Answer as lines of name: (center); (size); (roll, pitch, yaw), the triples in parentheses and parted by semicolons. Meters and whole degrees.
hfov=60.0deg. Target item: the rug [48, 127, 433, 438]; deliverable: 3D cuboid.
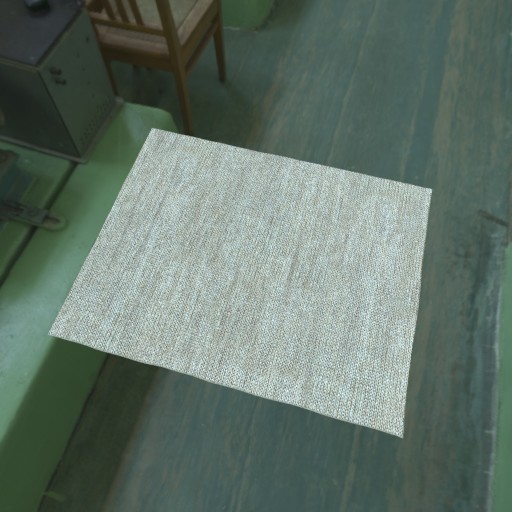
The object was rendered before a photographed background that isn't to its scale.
rug: (0.000, 0.000, 4.141); (3.052, 0.030, 2.429); (14, 64, 7)
